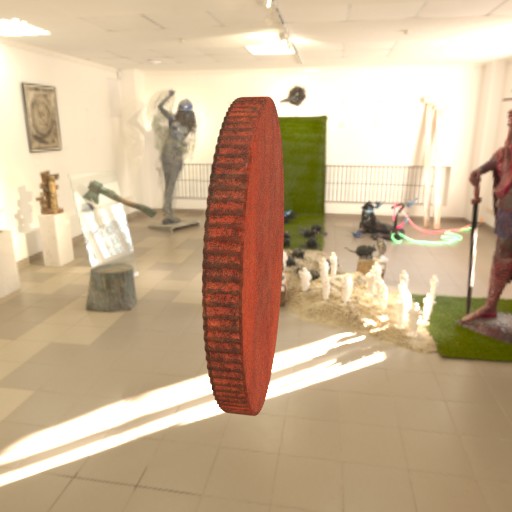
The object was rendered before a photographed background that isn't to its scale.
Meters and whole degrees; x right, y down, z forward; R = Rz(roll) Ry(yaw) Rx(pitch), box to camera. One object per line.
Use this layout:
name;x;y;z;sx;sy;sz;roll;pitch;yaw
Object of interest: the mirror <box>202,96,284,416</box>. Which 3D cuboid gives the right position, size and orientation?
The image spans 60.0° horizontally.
mirror;0.000;0.000;0.900;0.056;0.609;0.609;3;16;9
